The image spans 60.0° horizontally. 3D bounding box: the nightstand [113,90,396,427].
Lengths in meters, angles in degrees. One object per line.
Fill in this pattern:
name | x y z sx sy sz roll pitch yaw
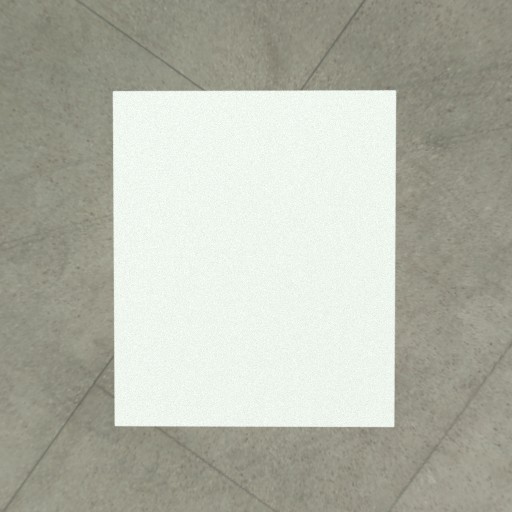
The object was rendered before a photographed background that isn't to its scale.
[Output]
nightstand | 0.000 0.000 0.942 0.402 0.623 0.479 0 91 0
